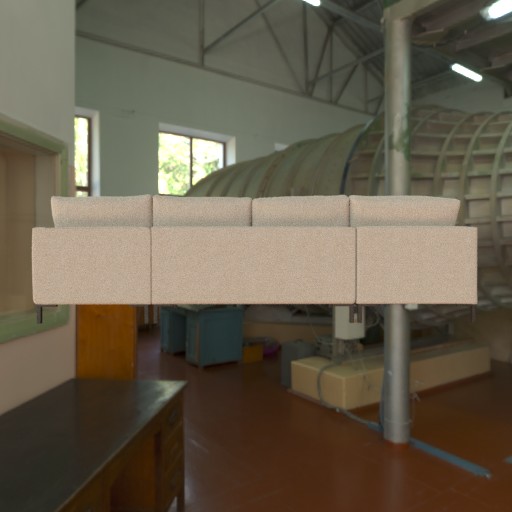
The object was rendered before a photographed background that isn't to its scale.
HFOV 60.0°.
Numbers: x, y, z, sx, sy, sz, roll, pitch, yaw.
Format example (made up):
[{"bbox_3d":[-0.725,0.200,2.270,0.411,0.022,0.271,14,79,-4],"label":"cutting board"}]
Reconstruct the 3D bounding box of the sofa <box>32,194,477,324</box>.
[{"bbox_3d":[0.000,0.000,3.862,2.984,0.862,1.989,0,0,-1],"label":"sofa"}]
